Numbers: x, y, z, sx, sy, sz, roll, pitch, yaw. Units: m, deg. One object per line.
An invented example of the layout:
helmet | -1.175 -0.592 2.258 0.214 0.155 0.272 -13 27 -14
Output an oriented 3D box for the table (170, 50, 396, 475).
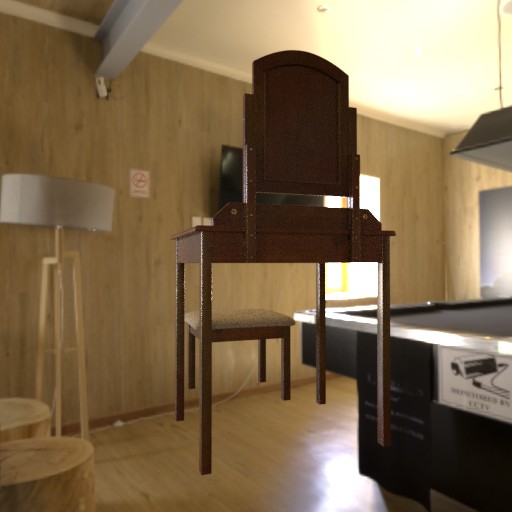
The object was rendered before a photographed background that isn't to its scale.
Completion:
table | 0.000 0.000 2.316 0.876 1.631 1.211 0 -1 -19
